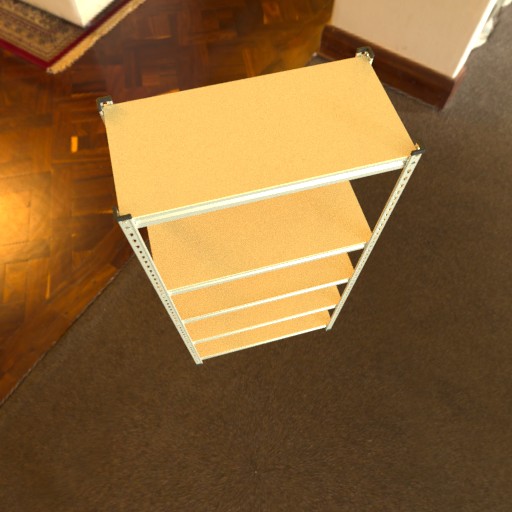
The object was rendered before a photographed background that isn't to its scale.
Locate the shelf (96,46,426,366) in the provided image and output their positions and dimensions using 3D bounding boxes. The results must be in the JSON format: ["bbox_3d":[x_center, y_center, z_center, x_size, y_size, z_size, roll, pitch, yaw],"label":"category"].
[{"bbox_3d":[0.000,0.000,2.160,0.914,1.829,0.457,-14,65,-7],"label":"shelf"}]
